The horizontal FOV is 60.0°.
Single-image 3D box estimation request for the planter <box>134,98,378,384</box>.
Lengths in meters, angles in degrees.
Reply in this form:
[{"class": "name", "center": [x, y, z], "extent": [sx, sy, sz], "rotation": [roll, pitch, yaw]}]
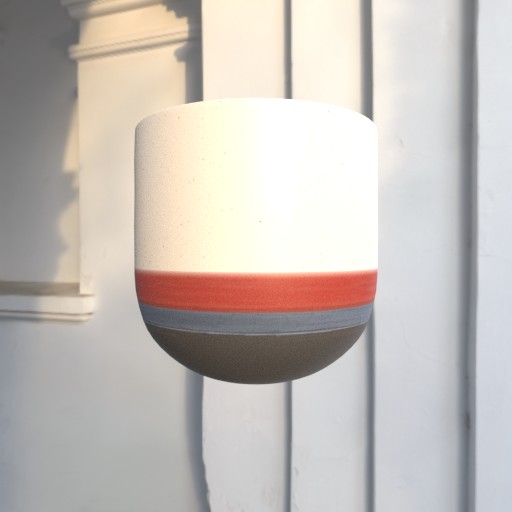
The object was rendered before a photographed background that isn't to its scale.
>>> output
[{"class": "planter", "center": [0.000, 0.000, 0.506], "extent": [0.268, 0.270, 0.268], "rotation": [0, 1, 0]}]
